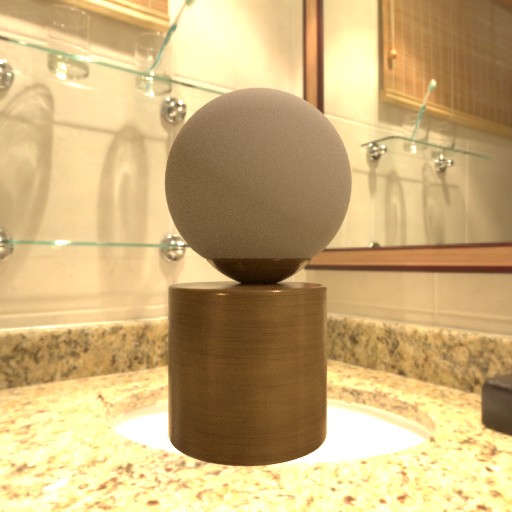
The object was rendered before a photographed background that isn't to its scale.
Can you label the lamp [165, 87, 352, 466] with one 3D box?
[{"bbox_3d":[0.000,0.000,0.337,0.141,0.250,0.152,0,-1,18],"label":"lamp"}]
